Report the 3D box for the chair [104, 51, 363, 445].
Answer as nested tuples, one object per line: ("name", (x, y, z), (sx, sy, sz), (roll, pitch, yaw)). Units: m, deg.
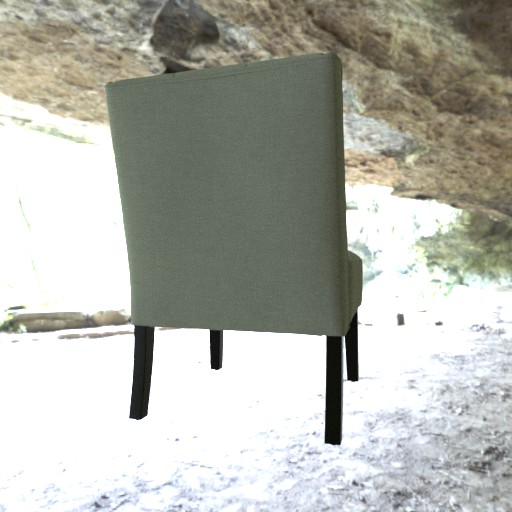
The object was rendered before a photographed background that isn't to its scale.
("chair", (0.000, 0.000, 1.286), (0.569, 0.853, 0.676), (0, 0, 17))
